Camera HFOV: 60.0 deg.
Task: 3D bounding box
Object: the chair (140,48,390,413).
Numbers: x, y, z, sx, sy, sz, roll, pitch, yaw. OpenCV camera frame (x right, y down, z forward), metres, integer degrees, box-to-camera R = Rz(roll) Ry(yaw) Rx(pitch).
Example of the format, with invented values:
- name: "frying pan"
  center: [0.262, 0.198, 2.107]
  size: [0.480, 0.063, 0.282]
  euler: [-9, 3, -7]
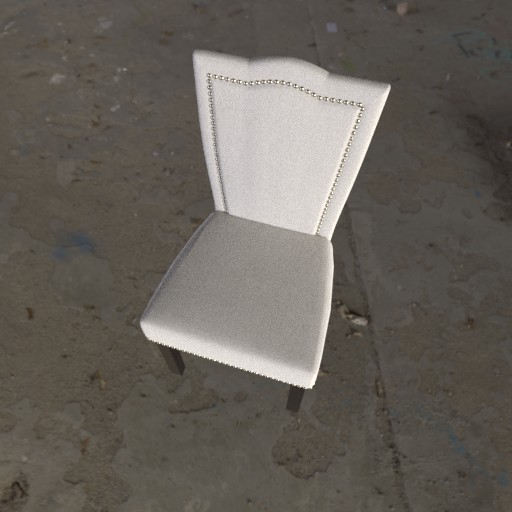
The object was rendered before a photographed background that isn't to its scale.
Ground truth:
- name: "chair"
  center: [0.000, 0.000, 1.306]
  size: [0.518, 0.946, 0.589]
  euler: [15, 57, 10]
